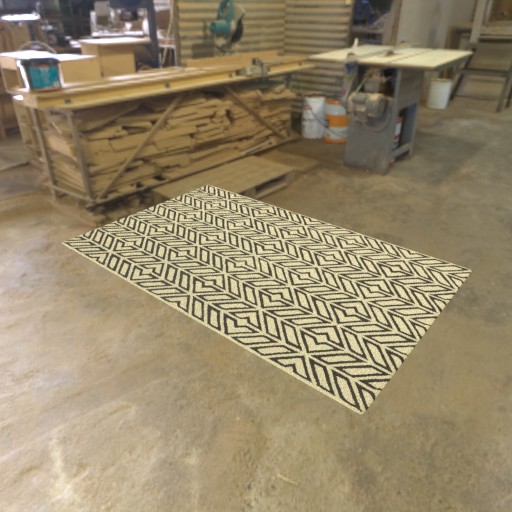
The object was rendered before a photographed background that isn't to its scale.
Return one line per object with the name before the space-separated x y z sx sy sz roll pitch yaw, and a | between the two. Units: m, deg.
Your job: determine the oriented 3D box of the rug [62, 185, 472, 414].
rug | 0.000 0.000 3.076 2.438 0.008 1.523 22 37 33
